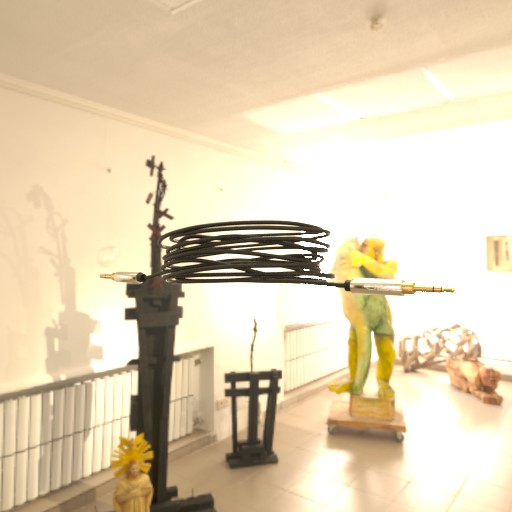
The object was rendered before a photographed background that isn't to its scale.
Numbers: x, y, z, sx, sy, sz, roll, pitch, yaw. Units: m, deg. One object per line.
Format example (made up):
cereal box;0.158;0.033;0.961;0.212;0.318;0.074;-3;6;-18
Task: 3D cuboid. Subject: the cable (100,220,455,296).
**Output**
cable;0.000;0.000;0.493;0.432;0.069;0.198;0;0;37
